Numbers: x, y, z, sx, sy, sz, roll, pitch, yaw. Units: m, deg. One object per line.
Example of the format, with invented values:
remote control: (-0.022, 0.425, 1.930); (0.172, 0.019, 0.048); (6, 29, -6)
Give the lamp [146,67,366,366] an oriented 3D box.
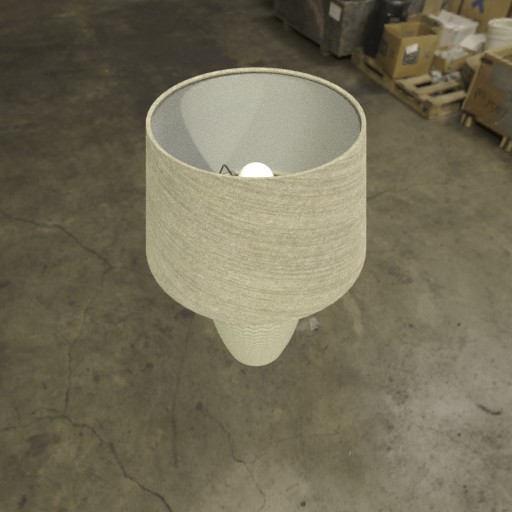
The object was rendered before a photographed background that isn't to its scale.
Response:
lamp: (0.000, 0.000, 0.835); (0.390, 0.580, 0.390); (0, 46, 0)
